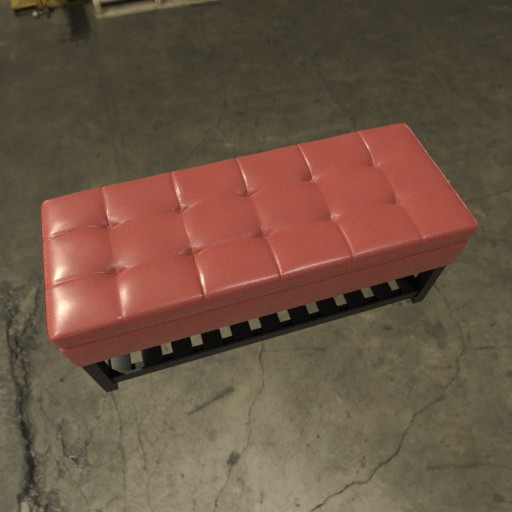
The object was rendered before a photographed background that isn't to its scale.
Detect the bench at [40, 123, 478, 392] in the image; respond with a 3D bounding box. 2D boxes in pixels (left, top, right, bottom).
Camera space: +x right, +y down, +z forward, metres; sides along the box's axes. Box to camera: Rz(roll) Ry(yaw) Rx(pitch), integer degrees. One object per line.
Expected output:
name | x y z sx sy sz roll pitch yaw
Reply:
bench | 0.000 0.000 1.353 1.105 0.460 0.432 -14 58 -9
